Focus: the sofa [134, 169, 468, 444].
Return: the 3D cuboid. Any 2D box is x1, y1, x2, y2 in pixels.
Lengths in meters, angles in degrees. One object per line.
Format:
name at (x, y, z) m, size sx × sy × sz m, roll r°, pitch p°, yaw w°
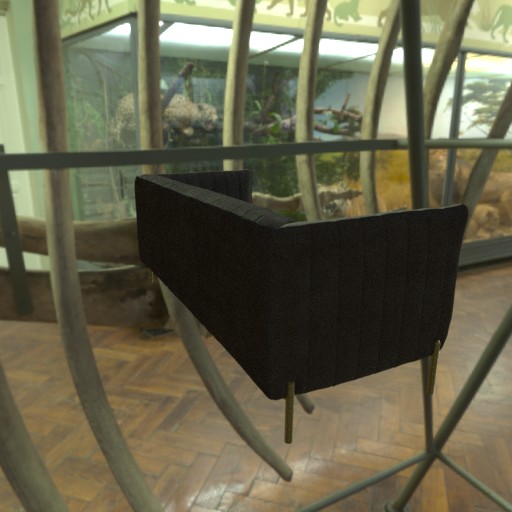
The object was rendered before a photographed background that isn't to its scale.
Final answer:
sofa at (0.000, 0.000, 2.413) m, size 0.876 × 0.780 × 1.980 m, roll -8°, pitch 17°, yaw -26°
